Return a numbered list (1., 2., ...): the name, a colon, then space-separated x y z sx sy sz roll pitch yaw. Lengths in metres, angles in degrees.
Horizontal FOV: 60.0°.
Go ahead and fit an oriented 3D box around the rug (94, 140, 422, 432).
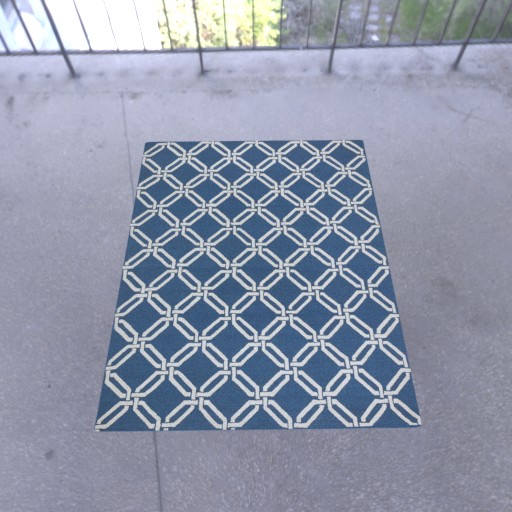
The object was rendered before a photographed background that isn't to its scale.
1. rug: 0.000 0.000 3.842 2.277 0.020 2.867 -1 57 0
